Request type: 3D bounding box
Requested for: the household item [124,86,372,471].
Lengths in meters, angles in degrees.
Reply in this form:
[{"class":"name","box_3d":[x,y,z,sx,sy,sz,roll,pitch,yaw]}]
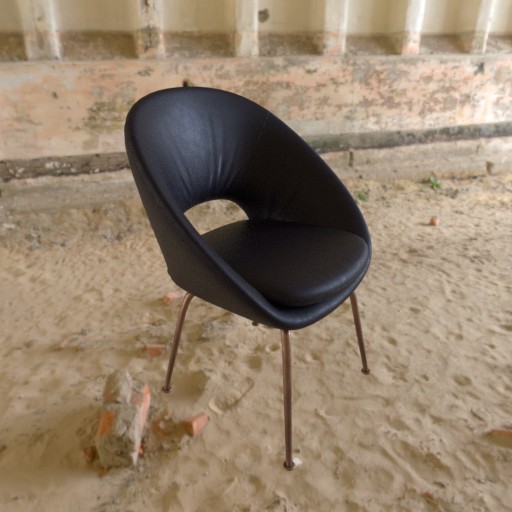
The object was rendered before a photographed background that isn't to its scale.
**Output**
[{"class":"household item","box_3d":[0.000,0.000,1.227,0.573,0.852,0.623,18,31,33]}]
